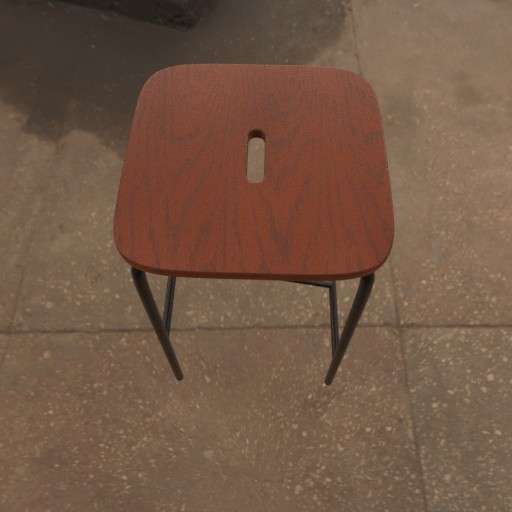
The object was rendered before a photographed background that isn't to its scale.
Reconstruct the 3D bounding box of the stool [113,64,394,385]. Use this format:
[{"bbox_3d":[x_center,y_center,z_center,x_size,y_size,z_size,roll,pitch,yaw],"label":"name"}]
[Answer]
[{"bbox_3d":[0.000,0.000,0.877,0.376,0.610,0.376,2,63,1],"label":"stool"}]
